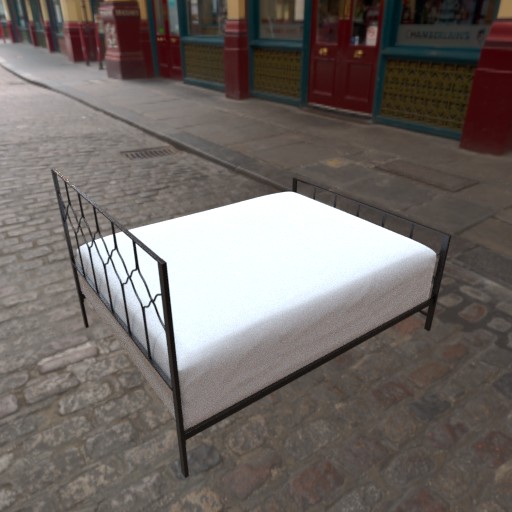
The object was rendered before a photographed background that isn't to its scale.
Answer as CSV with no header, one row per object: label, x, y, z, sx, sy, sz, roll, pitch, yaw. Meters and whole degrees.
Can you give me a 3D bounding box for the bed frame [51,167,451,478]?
bed frame,0.000,0.000,3.062,2.063,1.222,1.597,-19,33,-32
